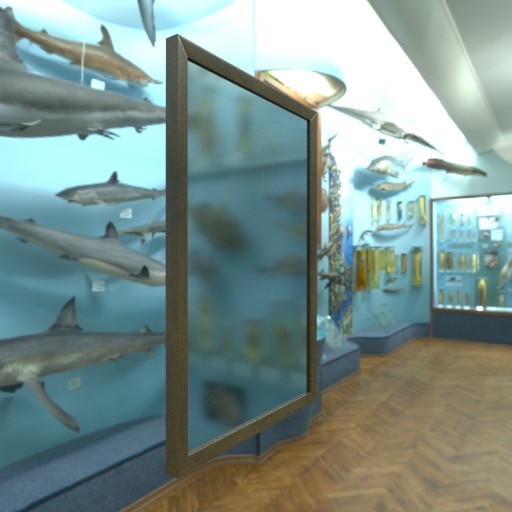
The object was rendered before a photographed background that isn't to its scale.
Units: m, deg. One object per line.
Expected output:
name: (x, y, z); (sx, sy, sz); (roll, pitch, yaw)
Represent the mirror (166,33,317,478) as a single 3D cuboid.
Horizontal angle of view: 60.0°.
mirror: (0.000, 0.000, 1.169); (0.040, 0.915, 0.609); (0, 0, 36)
